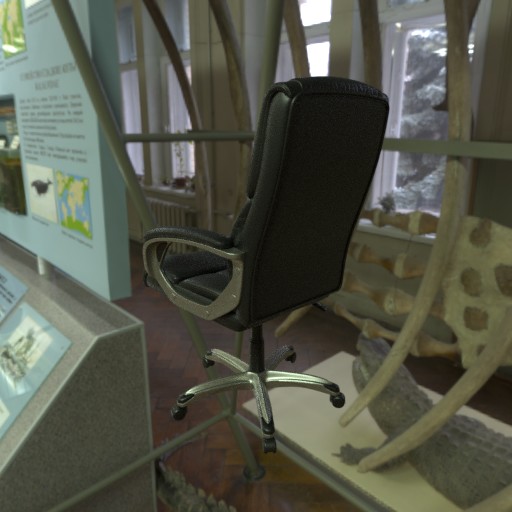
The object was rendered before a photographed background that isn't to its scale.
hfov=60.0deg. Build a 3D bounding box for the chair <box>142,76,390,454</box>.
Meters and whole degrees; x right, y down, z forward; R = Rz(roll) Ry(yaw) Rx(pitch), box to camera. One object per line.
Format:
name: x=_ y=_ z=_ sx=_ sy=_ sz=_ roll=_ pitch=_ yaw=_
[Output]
chair: x=0.000 y=0.000 z=1.602 sx=0.663 sy=1.155 sz=0.739 roll=-14 pitch=21 yaw=-41
